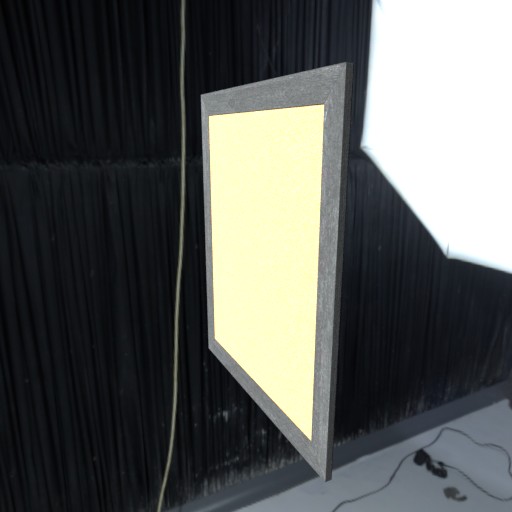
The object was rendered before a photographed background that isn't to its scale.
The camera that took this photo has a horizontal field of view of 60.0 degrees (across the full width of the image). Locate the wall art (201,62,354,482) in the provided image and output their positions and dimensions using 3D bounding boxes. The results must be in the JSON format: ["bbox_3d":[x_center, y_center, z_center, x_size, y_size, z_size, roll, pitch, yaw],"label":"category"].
[{"bbox_3d":[0.000,0.000,0.782,0.013,0.570,0.476,-8,17,-26],"label":"wall art"}]
